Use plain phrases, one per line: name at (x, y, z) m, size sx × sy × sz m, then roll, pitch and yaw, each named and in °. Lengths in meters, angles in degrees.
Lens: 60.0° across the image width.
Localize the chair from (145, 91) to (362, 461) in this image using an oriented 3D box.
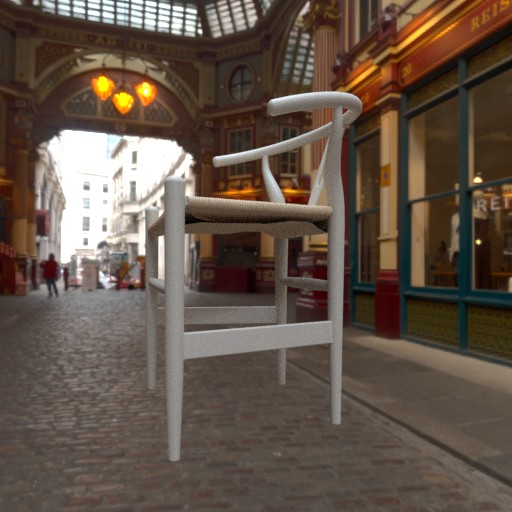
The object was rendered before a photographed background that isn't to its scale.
chair at (0.000, 0.000, 1.095) m, size 0.500 × 0.736 × 0.533 m, roll 0°, pitch -1°, yaw -18°
